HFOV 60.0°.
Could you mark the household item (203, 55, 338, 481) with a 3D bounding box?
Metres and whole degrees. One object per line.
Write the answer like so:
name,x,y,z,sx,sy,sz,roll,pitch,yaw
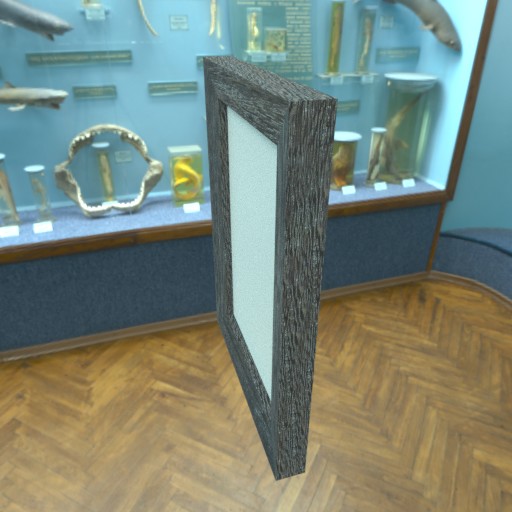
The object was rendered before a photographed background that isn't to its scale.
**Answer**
household item,0.000,0.000,0.232,0.020,0.180,0.133,-9,31,-15
